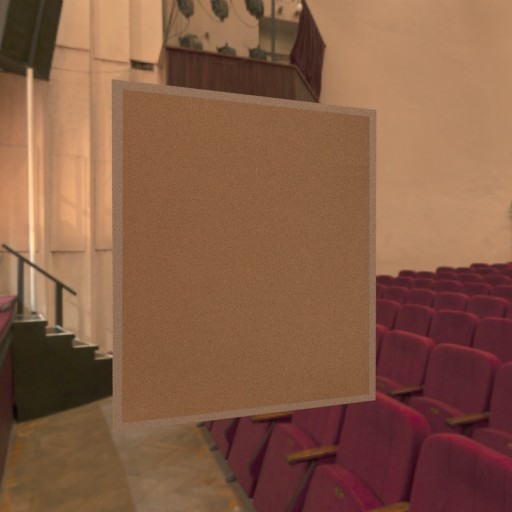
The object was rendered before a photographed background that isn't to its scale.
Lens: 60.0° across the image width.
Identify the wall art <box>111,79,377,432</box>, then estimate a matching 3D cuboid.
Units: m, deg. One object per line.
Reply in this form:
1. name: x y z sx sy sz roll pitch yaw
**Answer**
1. wall art: 0.000 0.000 0.780 0.482 0.557 0.012 0 1 -18
